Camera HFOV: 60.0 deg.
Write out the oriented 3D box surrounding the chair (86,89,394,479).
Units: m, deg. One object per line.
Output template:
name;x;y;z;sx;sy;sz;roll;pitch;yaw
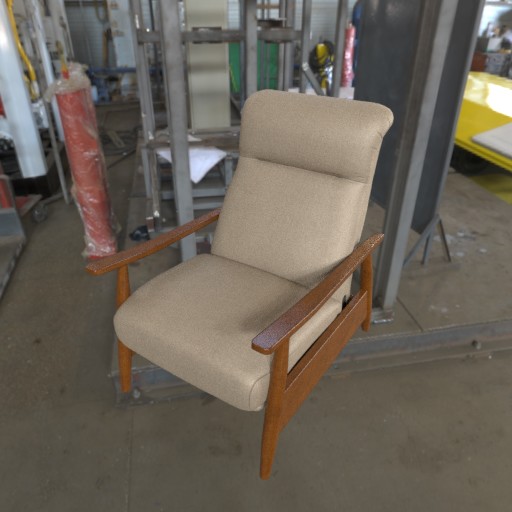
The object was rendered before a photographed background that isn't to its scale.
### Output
chair;0.000;0.000;1.776;0.762;1.082;1.032;19;36;28
